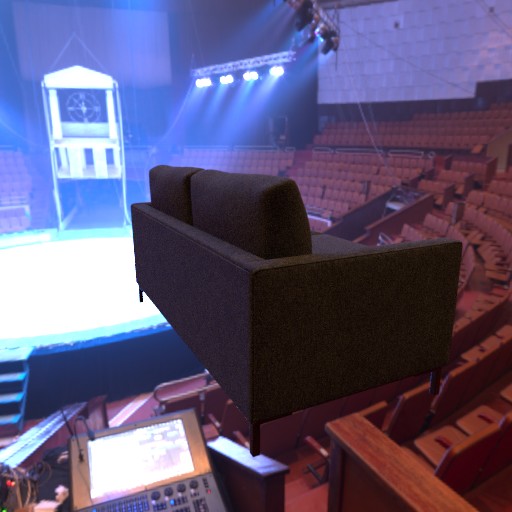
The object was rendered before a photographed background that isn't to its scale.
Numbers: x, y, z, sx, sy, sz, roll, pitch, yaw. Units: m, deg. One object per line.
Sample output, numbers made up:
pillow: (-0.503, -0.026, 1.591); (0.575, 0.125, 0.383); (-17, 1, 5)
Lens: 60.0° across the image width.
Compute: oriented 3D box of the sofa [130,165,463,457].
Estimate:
sofa: (0.000, 0.000, 2.184); (0.866, 0.862, 1.716); (-7, 15, -26)
